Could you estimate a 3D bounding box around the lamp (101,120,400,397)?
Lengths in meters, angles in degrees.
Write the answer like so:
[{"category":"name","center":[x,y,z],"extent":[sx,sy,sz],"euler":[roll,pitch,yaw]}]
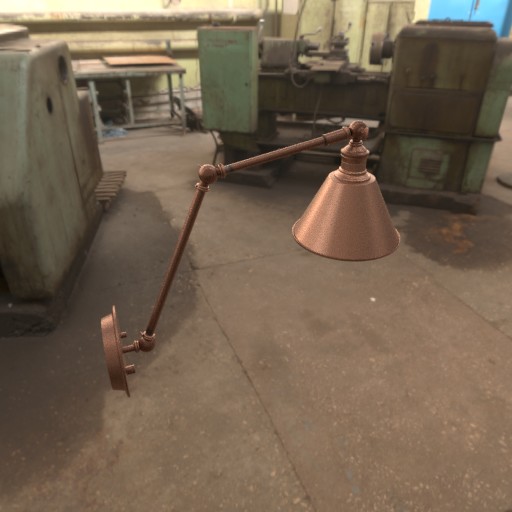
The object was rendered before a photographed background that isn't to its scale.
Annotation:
[{"category":"lamp","center":[0.000,0.000,0.886],"extent":[0.624,0.502,0.223],"euler":[-10,32,-17]}]
